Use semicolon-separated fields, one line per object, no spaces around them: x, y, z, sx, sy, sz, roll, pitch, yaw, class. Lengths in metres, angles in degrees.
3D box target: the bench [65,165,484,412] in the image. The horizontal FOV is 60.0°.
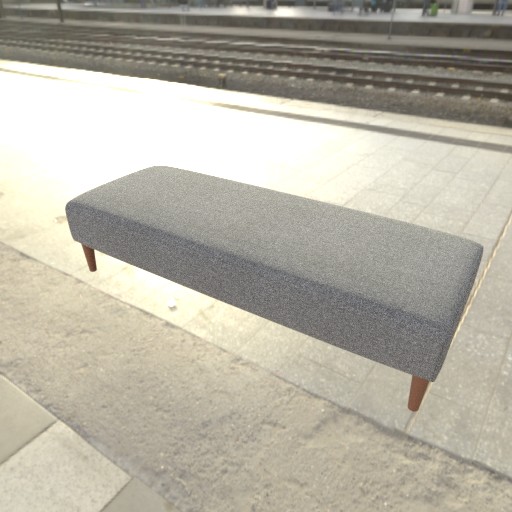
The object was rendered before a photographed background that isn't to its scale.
0.000;0.000;1.835;1.598;0.384;0.631;18;35;27;bench
